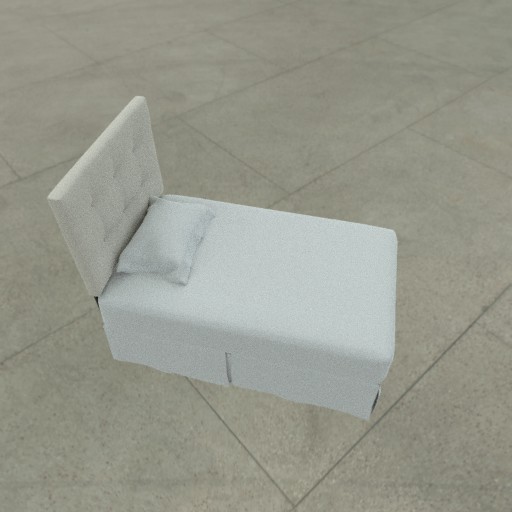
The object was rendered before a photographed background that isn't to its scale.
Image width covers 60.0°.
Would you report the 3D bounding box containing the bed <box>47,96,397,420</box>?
[{"bbox_3d":[0.000,0.000,3.070,1.997,1.571,1.261,10,48,9],"label":"bed"}]
